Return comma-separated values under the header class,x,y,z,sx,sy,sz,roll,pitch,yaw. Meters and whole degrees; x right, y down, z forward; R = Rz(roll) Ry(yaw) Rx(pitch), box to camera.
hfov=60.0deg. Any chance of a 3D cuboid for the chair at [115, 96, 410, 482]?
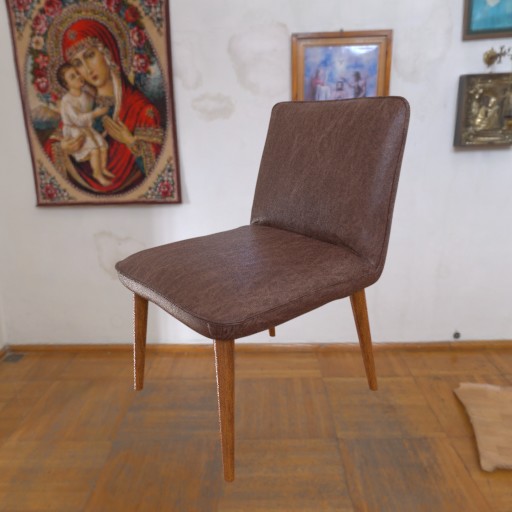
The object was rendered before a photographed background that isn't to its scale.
class,x,y,z,sx,sy,sz,roll,pitch,yaw
chair,0.000,0.000,1.171,0.645,0.803,0.543,-15,22,-42
